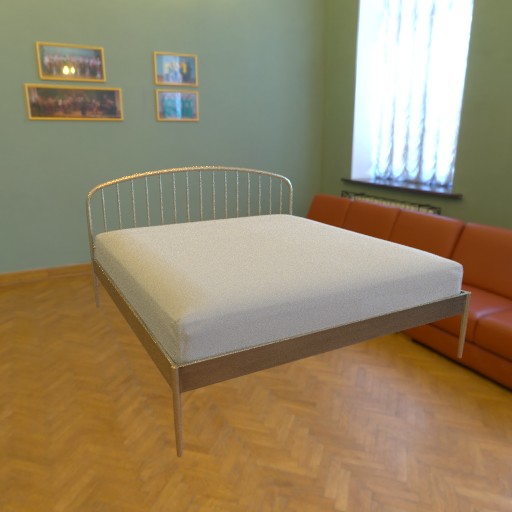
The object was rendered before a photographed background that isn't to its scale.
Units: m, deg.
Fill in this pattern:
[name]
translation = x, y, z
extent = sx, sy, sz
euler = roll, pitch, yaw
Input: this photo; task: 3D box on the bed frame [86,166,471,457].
[bed frame]
translation = 0.000, 0.000, 3.280
extent = 2.016, 1.174, 2.152
euler = -8, 17, -28
